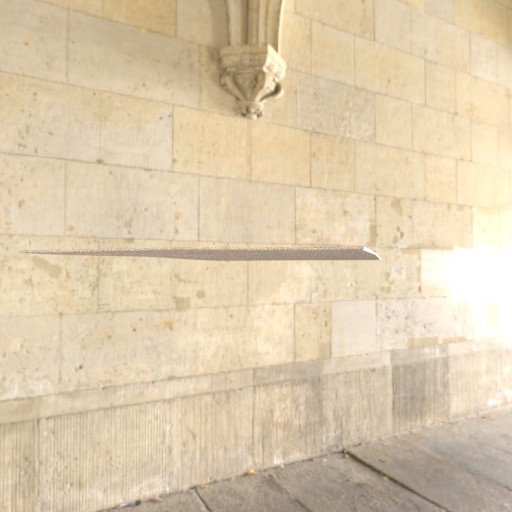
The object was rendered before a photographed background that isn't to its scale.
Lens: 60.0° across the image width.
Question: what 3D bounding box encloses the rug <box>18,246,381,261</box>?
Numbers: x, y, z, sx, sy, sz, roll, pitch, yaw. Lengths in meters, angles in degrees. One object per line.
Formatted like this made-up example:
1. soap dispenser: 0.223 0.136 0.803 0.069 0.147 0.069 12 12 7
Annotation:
1. rug: 0.000 0.000 2.242 1.179 0.022 1.820 0 -2 17
